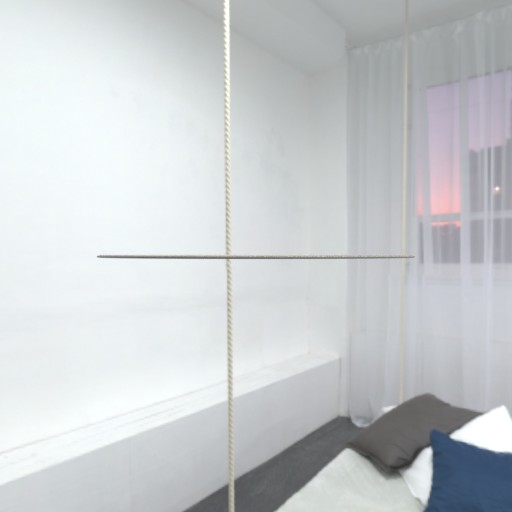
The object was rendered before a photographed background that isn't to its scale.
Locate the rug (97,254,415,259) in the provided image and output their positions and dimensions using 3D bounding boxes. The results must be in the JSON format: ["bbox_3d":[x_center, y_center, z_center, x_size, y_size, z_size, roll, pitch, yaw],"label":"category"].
[{"bbox_3d":[0.000,0.000,2.357,1.593,0.012,1.593,0,0,0],"label":"rug"}]
